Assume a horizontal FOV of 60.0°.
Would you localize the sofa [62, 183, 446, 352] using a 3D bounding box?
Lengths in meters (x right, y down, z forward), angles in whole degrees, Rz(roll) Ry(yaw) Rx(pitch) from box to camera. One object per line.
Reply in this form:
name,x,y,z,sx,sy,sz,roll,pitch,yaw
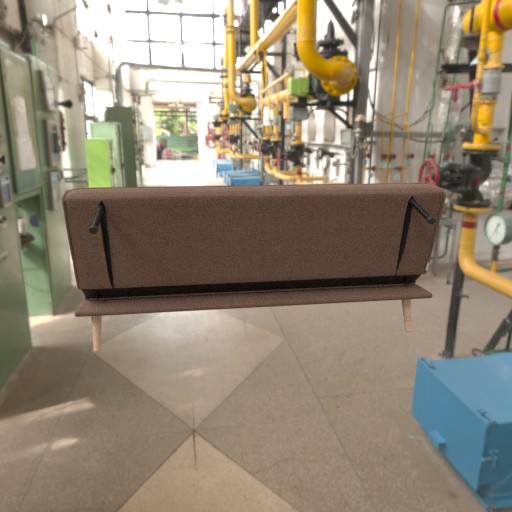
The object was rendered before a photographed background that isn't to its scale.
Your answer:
sofa,0.000,0.000,2.436,1.820,0.810,1.038,-2,15,-8
